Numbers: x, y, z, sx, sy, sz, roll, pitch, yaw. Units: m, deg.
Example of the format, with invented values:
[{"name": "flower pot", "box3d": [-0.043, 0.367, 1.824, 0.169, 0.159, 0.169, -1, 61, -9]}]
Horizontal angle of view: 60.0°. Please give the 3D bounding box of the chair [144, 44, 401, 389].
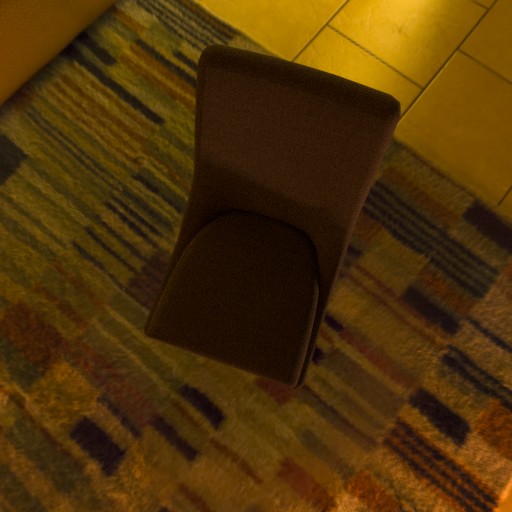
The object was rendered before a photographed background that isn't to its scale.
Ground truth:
[{"name": "chair", "box3d": [0.000, 0.000, 1.329, 0.508, 0.952, 0.655, 18, 77, 4]}]
